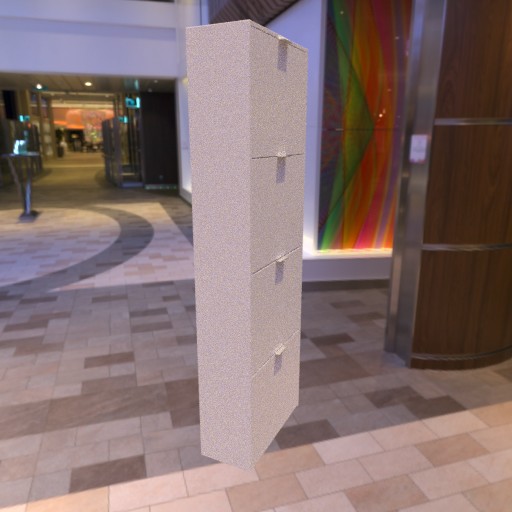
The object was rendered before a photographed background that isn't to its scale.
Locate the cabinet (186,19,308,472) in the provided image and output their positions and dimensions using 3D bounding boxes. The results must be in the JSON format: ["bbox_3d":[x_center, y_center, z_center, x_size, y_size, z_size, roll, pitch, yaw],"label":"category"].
[{"bbox_3d":[0.000,0.000,1.822,0.255,1.630,0.520,7,16,25],"label":"cabinet"}]
